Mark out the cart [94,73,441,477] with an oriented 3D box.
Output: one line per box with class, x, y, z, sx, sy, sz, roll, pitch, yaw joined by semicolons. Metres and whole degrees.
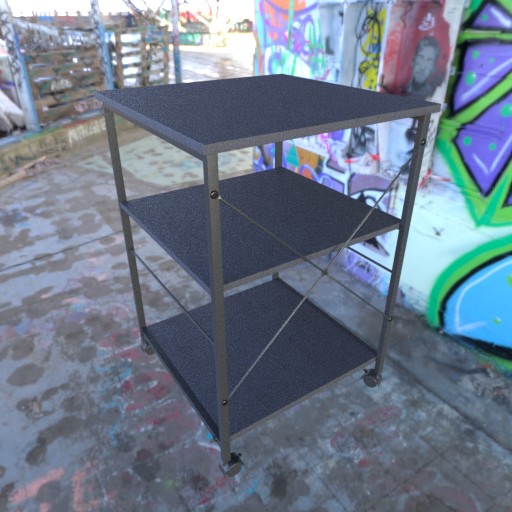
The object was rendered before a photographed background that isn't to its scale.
cart;0.000;0.000;1.112;0.521;0.762;0.520;-18;34;-29
